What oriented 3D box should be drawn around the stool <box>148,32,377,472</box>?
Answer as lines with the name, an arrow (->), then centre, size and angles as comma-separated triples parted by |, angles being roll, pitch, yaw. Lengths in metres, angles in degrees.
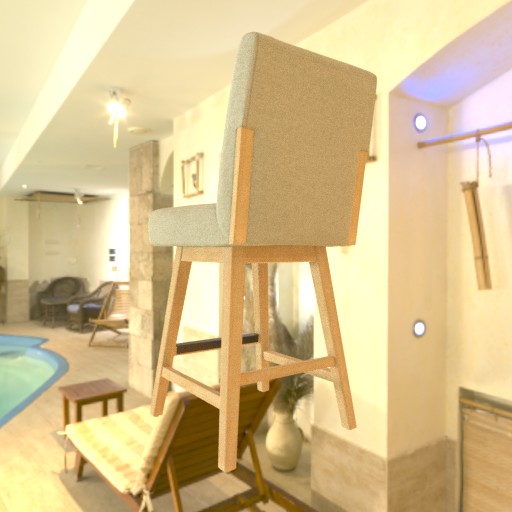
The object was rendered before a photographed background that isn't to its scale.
stool -> 0.000, 0.000, 1.408 | 0.507, 1.085, 0.606 | -1, 1, -35
